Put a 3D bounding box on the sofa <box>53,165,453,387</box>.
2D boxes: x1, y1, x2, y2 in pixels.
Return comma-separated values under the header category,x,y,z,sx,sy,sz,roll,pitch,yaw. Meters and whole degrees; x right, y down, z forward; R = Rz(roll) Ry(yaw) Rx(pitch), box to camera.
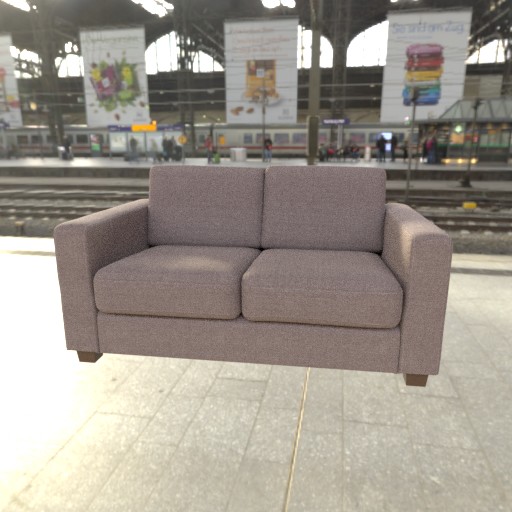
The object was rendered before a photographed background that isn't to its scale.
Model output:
category,x,y,z,sx,sy,sz,roll,pitch,yaw
sofa,0.000,0.000,2.055,1.520,0.800,0.900,2,14,8
